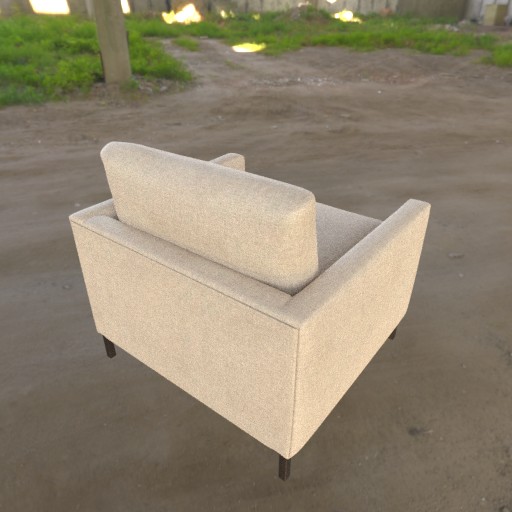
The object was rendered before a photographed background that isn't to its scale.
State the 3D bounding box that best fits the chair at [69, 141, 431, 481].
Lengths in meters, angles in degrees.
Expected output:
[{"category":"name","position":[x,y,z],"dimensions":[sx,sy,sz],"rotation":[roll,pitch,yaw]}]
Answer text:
[{"category":"chair","position":[0.000,0.000,1.623],"dimensions":[0.963,0.861,0.866],"rotation":[22,37,32]}]
